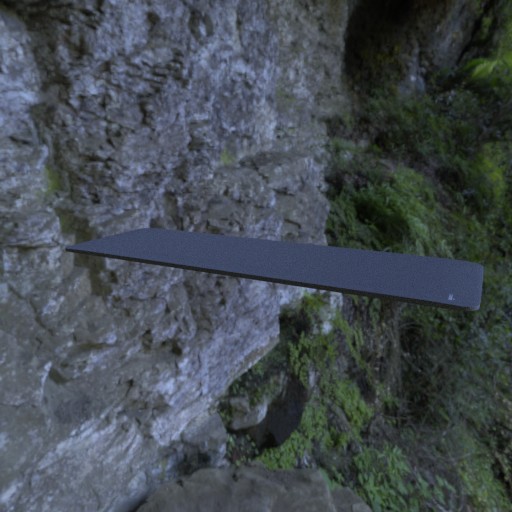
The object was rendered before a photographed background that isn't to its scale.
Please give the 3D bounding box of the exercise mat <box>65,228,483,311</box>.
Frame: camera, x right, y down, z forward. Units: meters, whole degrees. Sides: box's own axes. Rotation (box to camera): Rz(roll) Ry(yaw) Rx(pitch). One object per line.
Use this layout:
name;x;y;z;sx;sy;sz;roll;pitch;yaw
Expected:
exercise mat;0.000;0.000;2.055;1.884;0.021;0.616;7;16;26
